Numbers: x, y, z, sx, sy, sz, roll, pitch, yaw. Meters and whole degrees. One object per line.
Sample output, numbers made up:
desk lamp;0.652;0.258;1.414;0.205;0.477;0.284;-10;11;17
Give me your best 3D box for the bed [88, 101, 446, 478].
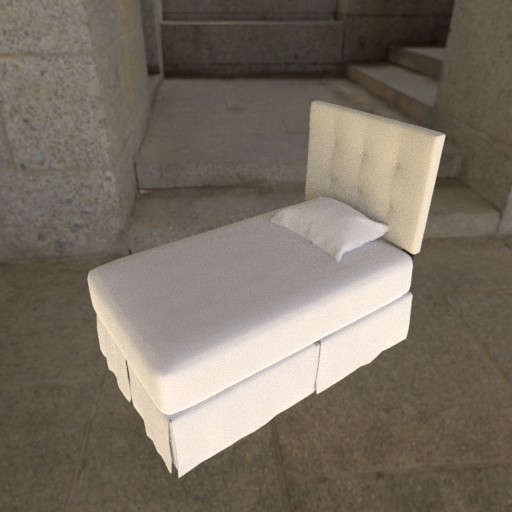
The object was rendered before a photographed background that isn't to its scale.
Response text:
bed;0.000;0.000;2.932;1.997;1.571;1.261;-20;36;-30
